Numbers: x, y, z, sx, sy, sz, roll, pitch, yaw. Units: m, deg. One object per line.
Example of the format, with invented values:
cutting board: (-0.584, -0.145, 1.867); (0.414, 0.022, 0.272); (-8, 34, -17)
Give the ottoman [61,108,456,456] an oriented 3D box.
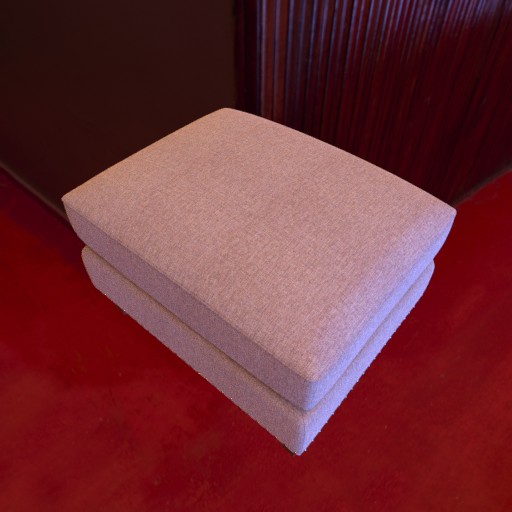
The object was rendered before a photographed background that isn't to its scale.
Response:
ottoman: (0.000, 0.000, 1.147); (0.741, 0.513, 0.584); (32, 54, 26)
